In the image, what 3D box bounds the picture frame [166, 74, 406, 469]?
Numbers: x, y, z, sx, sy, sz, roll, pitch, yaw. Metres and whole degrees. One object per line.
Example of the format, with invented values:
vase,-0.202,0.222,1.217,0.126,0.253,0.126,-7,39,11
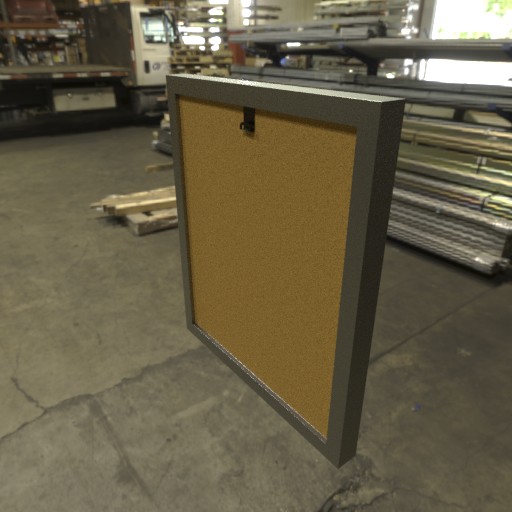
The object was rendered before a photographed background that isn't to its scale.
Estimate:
picture frame,0.000,0.000,1.331,0.073,0.968,0.839,-19,32,-33
